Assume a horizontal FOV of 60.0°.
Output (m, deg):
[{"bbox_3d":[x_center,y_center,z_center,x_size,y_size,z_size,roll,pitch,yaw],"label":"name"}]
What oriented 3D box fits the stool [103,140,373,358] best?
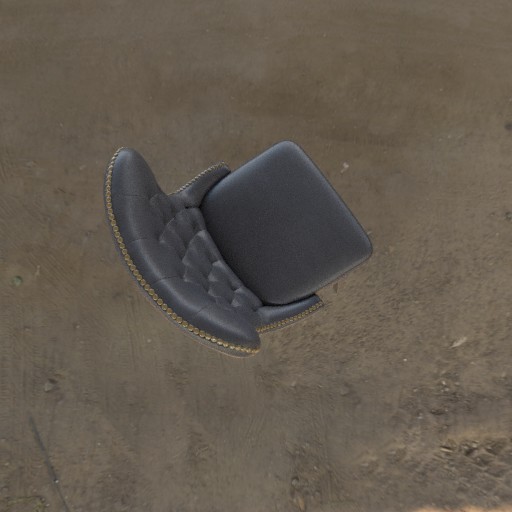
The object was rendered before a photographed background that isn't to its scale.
[{"bbox_3d":[0.000,0.000,1.396,0.601,1.050,0.528,-33,78,-8],"label":"stool"}]
